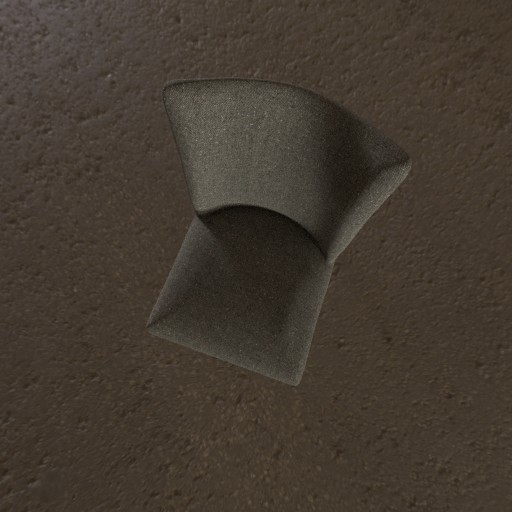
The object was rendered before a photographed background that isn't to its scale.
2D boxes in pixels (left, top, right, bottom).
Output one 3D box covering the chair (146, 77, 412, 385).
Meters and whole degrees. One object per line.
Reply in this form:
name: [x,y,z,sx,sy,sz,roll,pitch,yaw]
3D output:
chair: [0.000,0.000,1.299,0.535,0.924,0.623,19,77,5]
